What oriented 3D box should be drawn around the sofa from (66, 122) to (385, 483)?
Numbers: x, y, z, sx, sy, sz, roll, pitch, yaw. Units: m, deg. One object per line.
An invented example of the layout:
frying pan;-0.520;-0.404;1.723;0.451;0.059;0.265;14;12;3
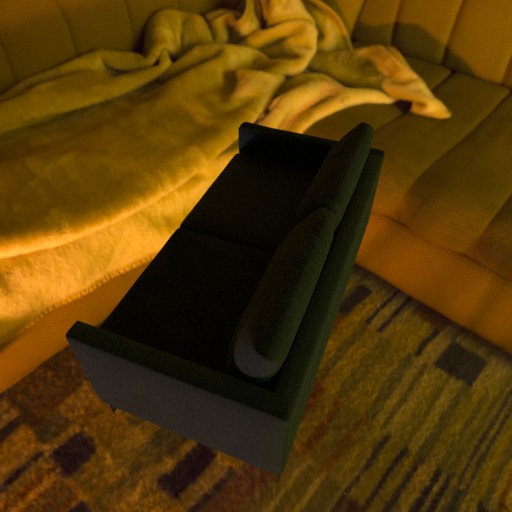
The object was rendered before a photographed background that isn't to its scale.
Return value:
sofa;0.000;0.000;2.156;0.875;0.817;1.676;16;48;15
